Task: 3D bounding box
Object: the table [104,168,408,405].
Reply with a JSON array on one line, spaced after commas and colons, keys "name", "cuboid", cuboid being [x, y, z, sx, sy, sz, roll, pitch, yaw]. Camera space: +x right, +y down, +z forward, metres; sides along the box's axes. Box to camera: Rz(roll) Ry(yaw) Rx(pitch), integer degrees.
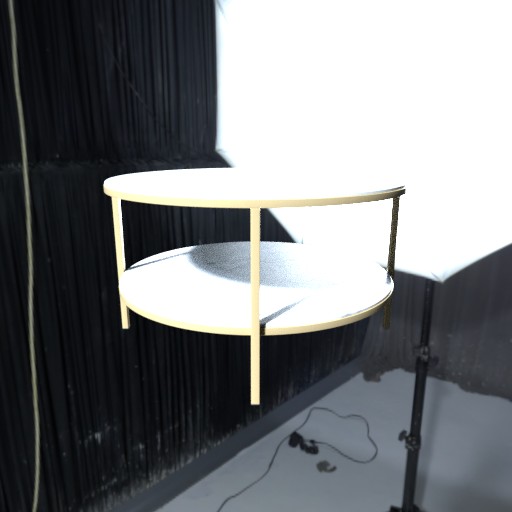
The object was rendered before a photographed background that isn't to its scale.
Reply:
[{"name": "table", "cuboid": [0.000, 0.000, 1.281, 0.800, 0.450, 0.800, 0, 15, 0]}]
